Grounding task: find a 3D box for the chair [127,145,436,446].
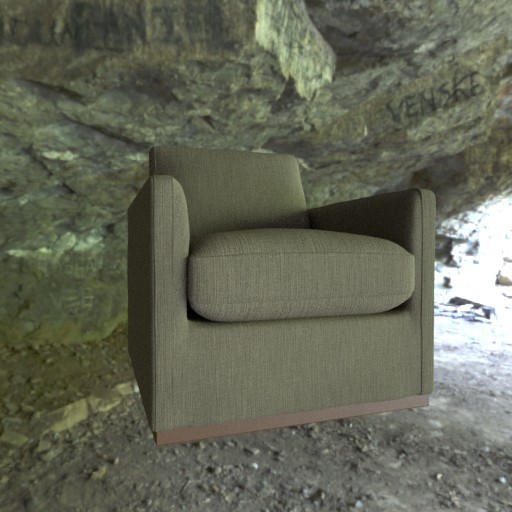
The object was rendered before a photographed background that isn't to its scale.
[{"bbox_3d":[0.000,0.000,1.436,0.763,0.811,0.834,0,1,-20],"label":"chair"}]
